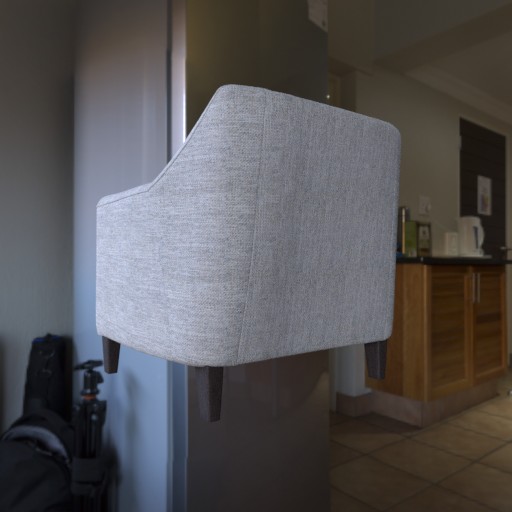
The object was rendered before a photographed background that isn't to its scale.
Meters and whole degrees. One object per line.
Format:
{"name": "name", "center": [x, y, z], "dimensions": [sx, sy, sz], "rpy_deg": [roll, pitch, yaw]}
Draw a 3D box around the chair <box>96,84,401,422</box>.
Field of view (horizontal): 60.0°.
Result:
{"name": "chair", "center": [0.000, 0.000, 1.399], "dimensions": [0.796, 0.761, 0.758], "rpy_deg": [0, 0, -36]}
